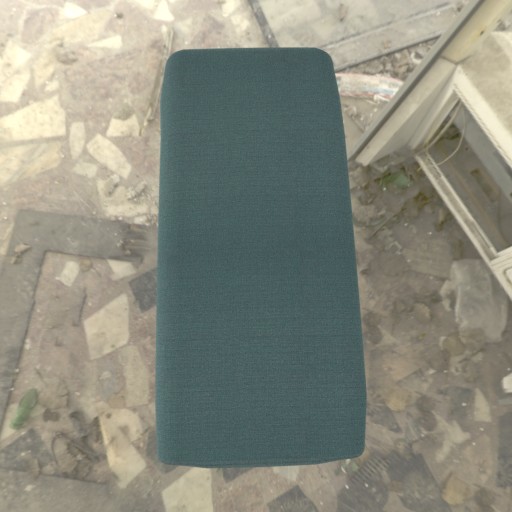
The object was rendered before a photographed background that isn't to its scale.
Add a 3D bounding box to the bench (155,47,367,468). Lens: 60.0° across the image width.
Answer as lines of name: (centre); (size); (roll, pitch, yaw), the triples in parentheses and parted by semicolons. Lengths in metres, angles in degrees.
bench: (0.000, 0.000, 1.217); (0.476, 0.474, 0.995); (-2, 76, 0)
